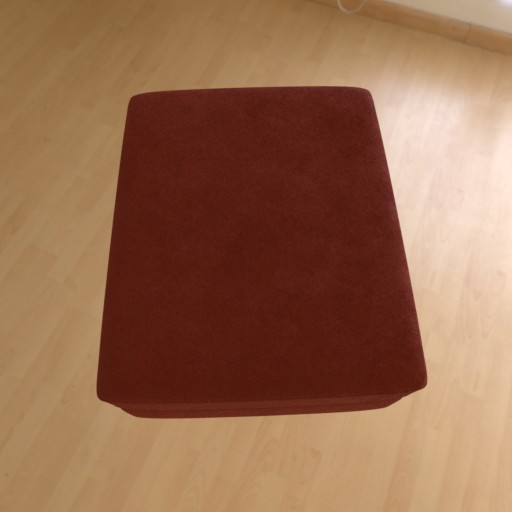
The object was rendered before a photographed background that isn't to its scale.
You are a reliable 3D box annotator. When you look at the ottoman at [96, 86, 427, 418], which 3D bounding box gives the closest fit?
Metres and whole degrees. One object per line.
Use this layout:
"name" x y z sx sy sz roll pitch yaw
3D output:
"ottoman" 0.000 0.000 1.163 0.650 0.462 0.782 -2 65 -1
